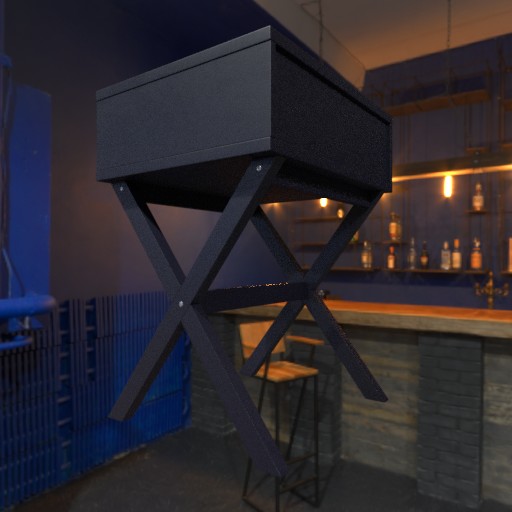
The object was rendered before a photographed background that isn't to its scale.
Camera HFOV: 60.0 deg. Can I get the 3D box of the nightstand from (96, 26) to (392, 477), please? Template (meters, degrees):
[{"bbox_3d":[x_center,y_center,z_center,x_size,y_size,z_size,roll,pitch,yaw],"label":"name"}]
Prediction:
[{"bbox_3d":[0.000,0.000,0.911,0.402,0.623,0.479,0,0,36],"label":"nightstand"}]
